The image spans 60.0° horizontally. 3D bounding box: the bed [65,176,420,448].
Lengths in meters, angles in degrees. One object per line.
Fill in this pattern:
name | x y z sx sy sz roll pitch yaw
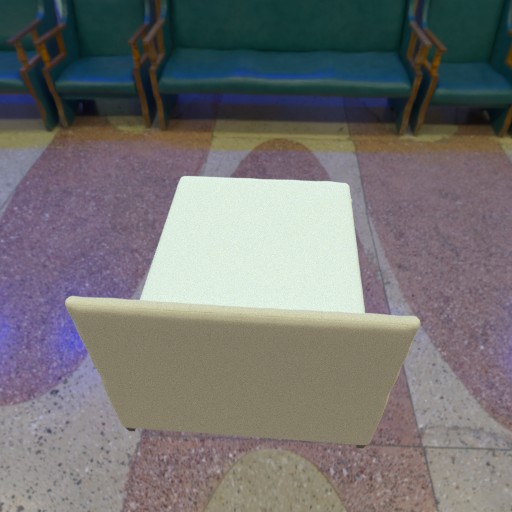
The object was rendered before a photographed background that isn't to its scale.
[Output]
bed | 0.000 0.000 3.332 1.696 1.426 2.233 3 45 3
